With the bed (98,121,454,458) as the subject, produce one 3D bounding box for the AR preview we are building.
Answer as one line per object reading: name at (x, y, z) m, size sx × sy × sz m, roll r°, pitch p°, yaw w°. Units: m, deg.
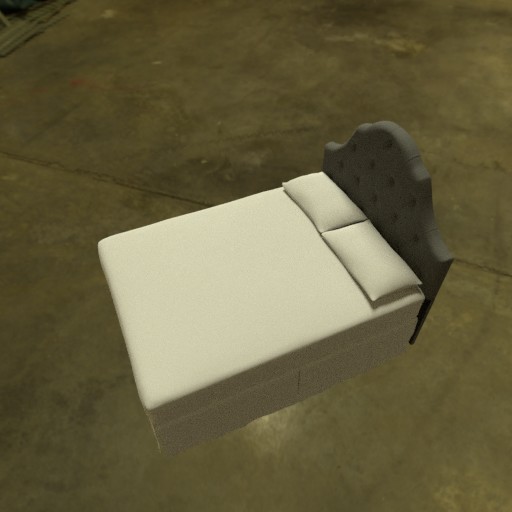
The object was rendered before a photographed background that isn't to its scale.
bed at (0.000, 0.000, 3.233) m, size 2.155 × 1.575 × 1.636 m, roll -18°, pitch 49°, yaw -16°
